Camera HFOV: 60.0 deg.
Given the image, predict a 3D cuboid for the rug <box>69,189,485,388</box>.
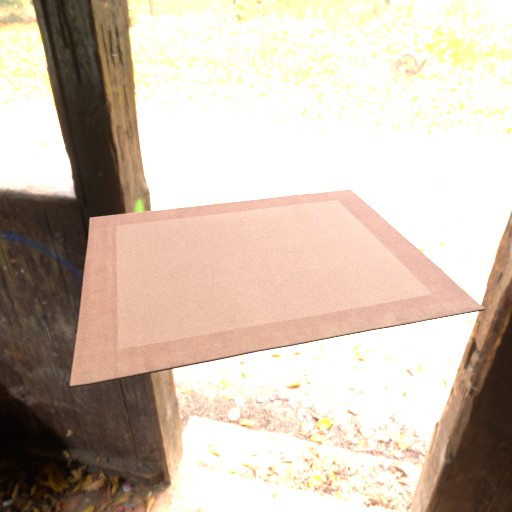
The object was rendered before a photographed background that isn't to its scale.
[{"bbox_3d":[0.000,0.000,4.100,3.057,0.021,2.431,-8,33,-13],"label":"rug"}]
